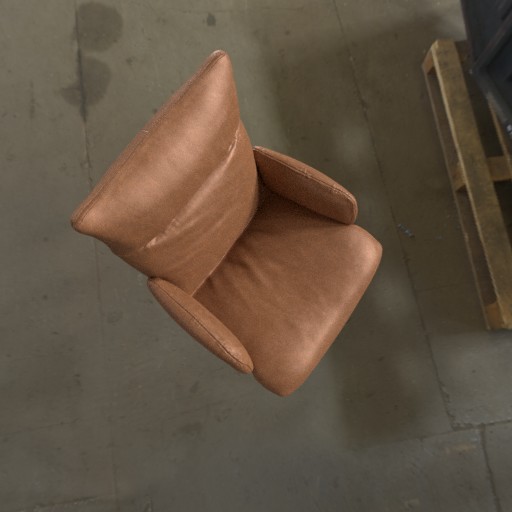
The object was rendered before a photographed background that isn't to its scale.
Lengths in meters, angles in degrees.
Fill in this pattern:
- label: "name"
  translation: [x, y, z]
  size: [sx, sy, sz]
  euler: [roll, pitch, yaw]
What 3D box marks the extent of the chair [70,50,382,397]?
- label: "chair"
  translation: [0.000, 0.000, 1.554]
  size: [0.794, 1.027, 0.711]
  euler: [34, 77, 9]
